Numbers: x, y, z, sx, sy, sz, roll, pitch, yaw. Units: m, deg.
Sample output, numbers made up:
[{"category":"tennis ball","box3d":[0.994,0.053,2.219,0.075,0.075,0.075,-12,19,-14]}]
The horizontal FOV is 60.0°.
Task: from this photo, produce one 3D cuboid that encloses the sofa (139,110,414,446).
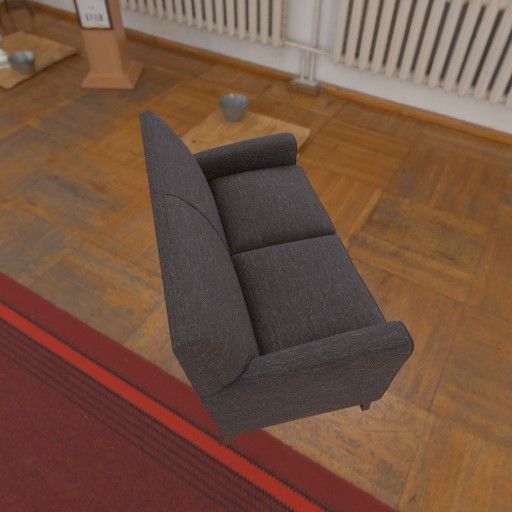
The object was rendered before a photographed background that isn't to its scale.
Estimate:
[{"category":"sofa","box3d":[0.000,0.000,2.157,0.867,0.905,1.509,-10,47,-10]}]
